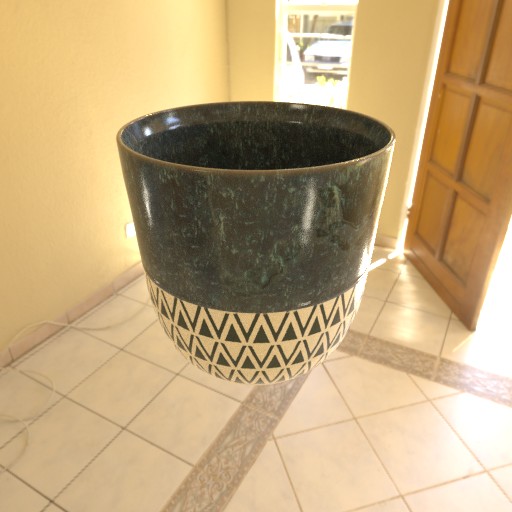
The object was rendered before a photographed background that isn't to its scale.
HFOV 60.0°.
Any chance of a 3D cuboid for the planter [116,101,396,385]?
[{"bbox_3d":[0.000,0.000,0.372,0.195,0.214,0.195,0,30,0],"label":"planter"}]
